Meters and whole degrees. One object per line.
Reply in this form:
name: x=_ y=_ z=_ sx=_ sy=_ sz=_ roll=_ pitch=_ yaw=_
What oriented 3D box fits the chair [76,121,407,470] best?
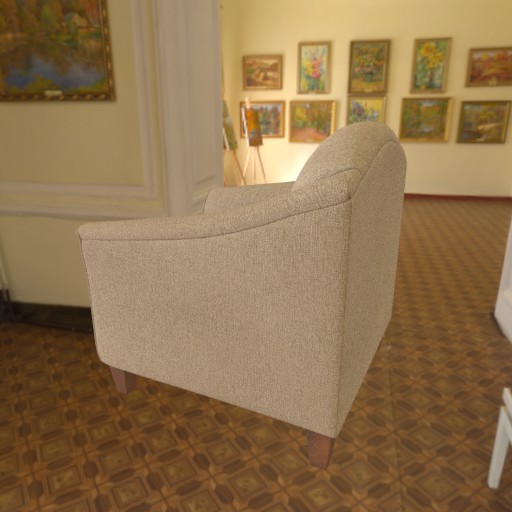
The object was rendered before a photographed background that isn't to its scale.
chair: x=0.000 y=0.000 z=1.433 sx=0.787 sy=0.839 sz=0.763 roll=8 pitch=20 yaw=25
